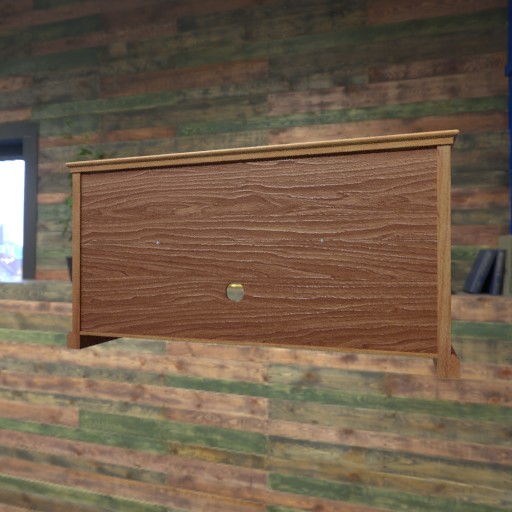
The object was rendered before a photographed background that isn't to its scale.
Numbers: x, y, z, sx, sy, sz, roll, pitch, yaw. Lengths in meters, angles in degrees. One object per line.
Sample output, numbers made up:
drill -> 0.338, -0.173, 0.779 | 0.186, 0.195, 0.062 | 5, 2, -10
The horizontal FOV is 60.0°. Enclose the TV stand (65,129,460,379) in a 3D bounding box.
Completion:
TV stand -> 0.000, 0.000, 1.454 | 1.181, 0.607, 0.417 | 0, 0, 19
